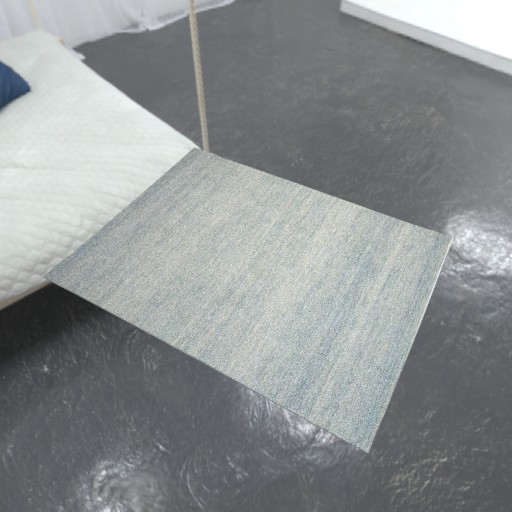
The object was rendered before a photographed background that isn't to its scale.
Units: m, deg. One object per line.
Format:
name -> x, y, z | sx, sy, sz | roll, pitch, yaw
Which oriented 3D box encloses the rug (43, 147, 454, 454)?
rug -> 0.000, 0.000, 4.334 | 3.237, 0.046, 2.461 | 23, 51, 20
